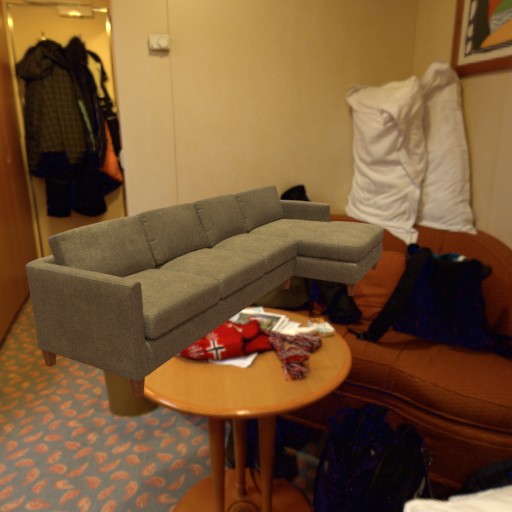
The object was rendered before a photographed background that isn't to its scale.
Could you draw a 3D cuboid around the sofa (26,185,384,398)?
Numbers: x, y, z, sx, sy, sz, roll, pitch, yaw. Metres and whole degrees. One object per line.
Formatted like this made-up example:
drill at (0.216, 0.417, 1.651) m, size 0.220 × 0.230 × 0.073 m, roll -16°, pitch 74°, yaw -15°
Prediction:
sofa at (0.000, 0.000, 4.036) m, size 1.604 × 0.950 × 3.471 m, roll 8°, pitch 17°, yaw 27°
